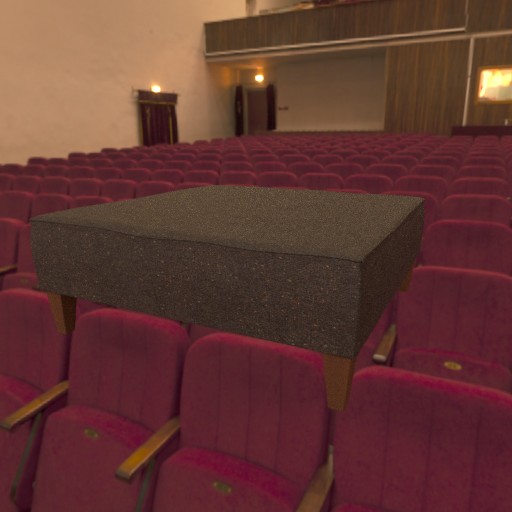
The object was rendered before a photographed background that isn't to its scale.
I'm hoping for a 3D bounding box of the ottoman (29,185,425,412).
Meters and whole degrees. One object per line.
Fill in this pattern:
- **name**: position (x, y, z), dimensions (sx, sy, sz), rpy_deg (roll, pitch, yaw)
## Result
- **ottoman**: position (0.000, 0.000, 1.528), dimensions (0.968, 0.382, 1.004), rpy_deg (8, 17, 26)
